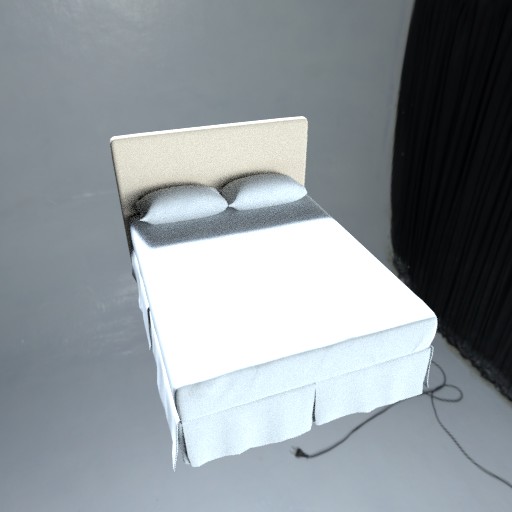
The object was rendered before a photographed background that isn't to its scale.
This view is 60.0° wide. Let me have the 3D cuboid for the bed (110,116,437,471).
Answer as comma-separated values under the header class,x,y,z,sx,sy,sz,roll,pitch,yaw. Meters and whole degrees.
class,x,y,z,sx,sy,sz,roll,pitch,yaw
bed,0.000,0.000,3.223,1.748,1.330,2.142,-11,35,-17
